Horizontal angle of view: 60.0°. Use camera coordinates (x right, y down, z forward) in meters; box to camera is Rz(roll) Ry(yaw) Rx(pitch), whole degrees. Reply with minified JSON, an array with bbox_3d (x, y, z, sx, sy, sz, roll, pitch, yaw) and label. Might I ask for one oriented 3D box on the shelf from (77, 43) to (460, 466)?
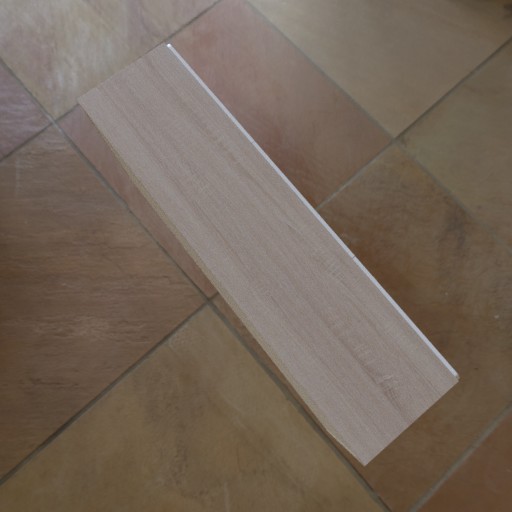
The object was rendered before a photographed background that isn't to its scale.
[{"bbox_3d":[0.000,0.000,1.798,0.400,0.780,1.490,-38,79,-9],"label":"shelf"}]
